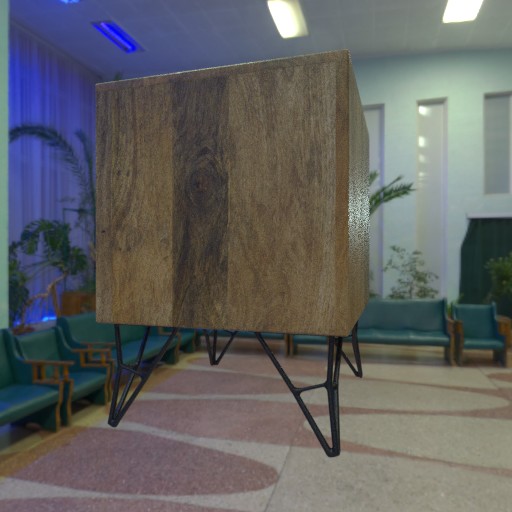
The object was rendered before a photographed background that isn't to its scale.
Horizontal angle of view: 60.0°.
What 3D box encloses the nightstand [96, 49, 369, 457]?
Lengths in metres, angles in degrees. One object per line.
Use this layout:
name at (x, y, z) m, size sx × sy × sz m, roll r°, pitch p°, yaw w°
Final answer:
nightstand at (0.000, 0.000, 0.873) m, size 0.406 × 0.559 × 0.457 m, roll 0°, pitch 0°, yaw 18°
